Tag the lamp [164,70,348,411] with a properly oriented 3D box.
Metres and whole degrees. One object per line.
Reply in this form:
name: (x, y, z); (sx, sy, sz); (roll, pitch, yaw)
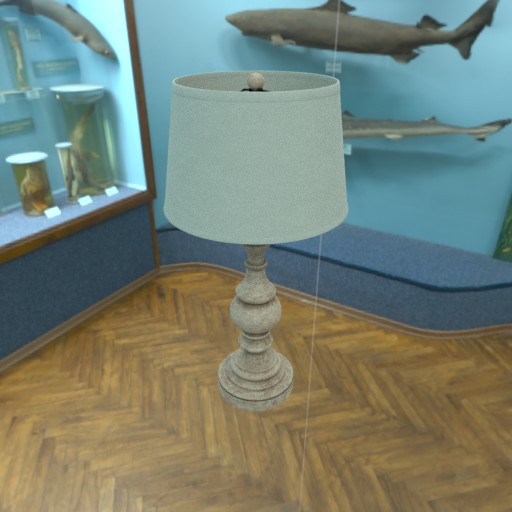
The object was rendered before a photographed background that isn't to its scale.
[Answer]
lamp: (0.000, 0.000, 0.882); (0.340, 0.678, 0.340); (0, 28, 0)
